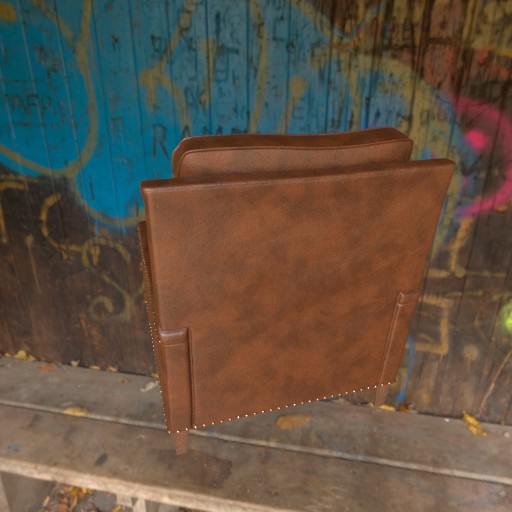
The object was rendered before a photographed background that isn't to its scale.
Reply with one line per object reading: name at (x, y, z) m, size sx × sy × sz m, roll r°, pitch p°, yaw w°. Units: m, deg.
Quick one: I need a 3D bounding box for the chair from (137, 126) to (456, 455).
chair at (0.000, 0.000, 1.731) m, size 0.854 × 1.054 × 1.035 m, roll -7°, pitch 25°, yaw -16°
